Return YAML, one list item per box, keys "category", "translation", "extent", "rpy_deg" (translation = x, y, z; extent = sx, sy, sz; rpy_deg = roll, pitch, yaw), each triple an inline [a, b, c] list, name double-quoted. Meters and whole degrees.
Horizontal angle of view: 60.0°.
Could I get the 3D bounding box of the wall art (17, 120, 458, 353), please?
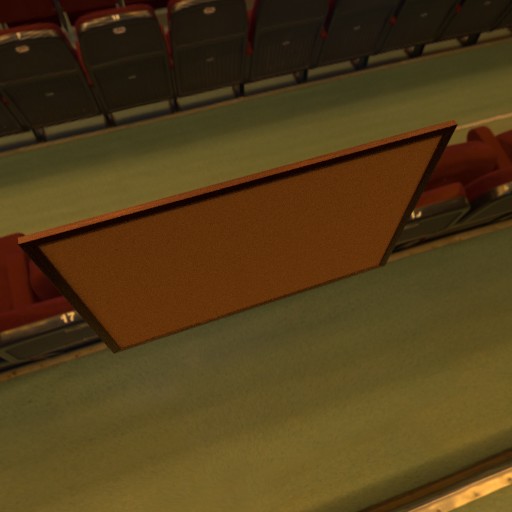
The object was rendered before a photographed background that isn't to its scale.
- category: "wall art"
  translation: [0.000, 0.000, 1.025]
  extent: [0.816, 0.559, 0.014]
  rpy_deg: [-17, 61, -10]
